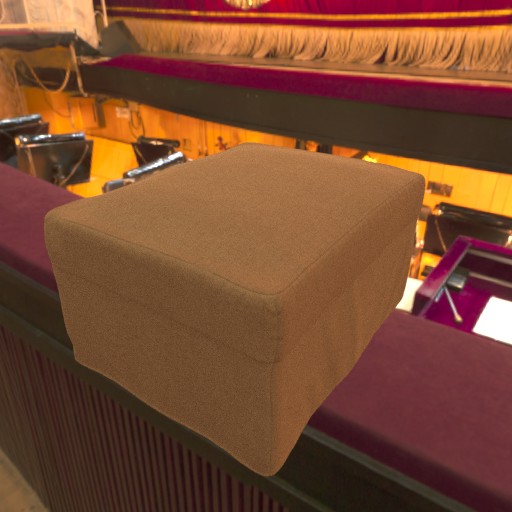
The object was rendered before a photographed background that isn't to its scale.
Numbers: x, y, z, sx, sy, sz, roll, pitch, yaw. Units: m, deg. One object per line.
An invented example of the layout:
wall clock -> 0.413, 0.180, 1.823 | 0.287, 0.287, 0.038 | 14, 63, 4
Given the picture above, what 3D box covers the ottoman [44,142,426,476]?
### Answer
ottoman -> 0.000, 0.000, 1.223 | 0.650, 0.485, 0.833 | 18, 33, 30
